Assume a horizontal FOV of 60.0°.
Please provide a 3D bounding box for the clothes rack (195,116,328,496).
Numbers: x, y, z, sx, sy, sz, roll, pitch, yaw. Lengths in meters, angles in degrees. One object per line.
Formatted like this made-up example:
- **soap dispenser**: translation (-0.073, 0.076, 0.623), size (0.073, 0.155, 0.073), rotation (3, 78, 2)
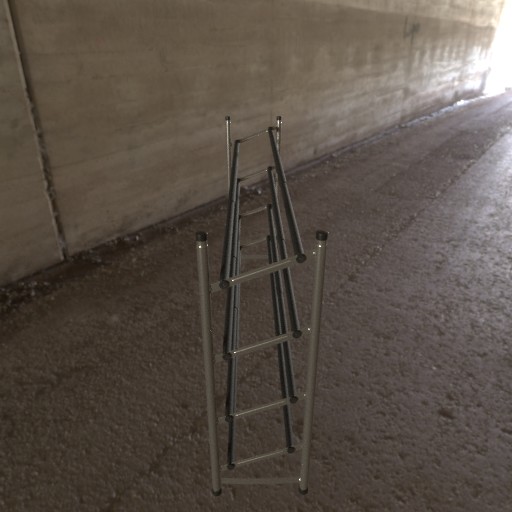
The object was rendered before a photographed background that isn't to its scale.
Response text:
- **clothes rack**: translation (0.000, 0.000, 1.411), size (0.229, 0.672, 1.168), rotation (0, 27, -1)
